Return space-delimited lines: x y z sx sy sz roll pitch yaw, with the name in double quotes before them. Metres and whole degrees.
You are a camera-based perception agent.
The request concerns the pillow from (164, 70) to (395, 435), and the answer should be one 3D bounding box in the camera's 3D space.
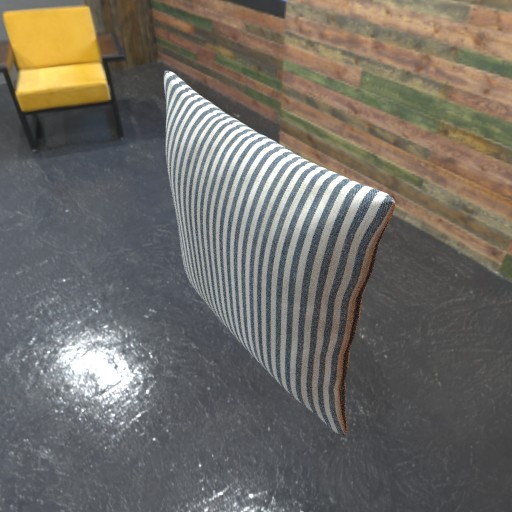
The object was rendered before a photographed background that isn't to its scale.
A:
"pillow" 0.000 0.000 0.792 0.166 0.510 0.523 -26 47 -27
